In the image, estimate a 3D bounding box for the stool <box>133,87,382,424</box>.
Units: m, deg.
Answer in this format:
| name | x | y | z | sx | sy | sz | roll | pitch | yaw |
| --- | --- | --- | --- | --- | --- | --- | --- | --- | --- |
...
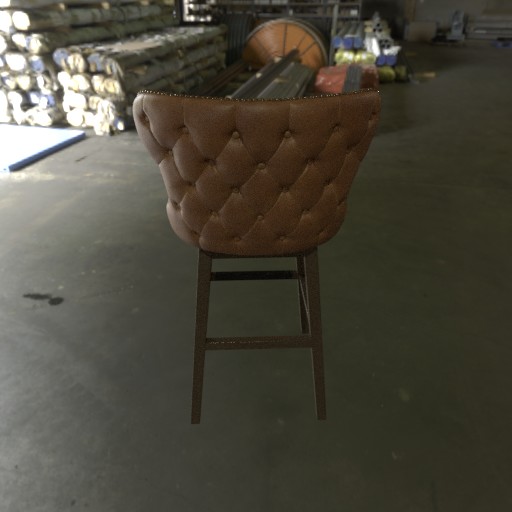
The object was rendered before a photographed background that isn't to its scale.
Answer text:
| name | x | y | z | sx | sy | sz | roll | pitch | yaw |
| --- | --- | --- | --- | --- | --- | --- | --- | --- | --- |
| stool | 0.000 | 0.000 | 1.422 | 0.591 | 1.087 | 0.606 | -1 | 31 | -2 |
